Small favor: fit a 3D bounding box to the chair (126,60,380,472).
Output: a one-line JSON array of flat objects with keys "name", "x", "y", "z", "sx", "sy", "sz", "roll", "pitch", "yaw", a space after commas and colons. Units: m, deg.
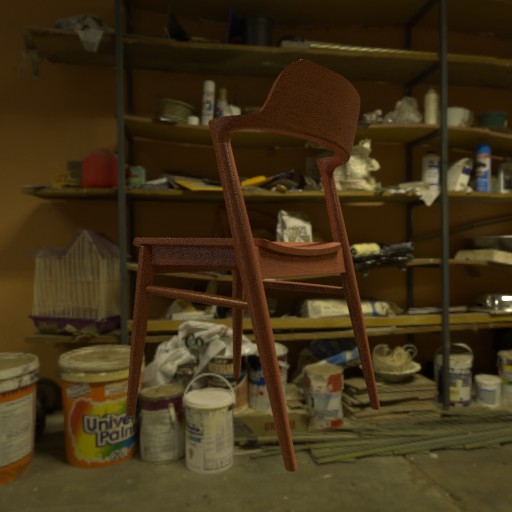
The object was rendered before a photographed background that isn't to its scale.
[{"name": "chair", "x": 0.000, "y": 0.000, "z": 1.142, "sx": 0.499, "sy": 0.801, "sz": 0.496, "roll": 0, "pitch": 0, "yaw": 37}]
